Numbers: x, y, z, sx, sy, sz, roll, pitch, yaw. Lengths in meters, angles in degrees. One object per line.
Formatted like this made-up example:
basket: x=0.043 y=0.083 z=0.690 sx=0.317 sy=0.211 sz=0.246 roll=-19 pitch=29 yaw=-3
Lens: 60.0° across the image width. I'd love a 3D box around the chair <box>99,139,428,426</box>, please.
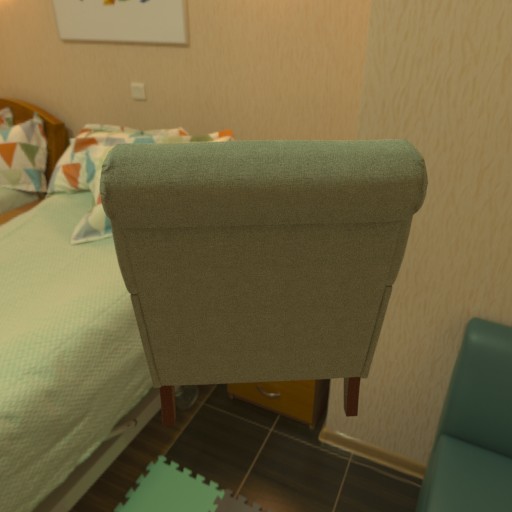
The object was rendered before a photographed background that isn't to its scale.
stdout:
chair: x=0.000 y=0.000 z=1.903 sx=0.964 sy=1.178 sz=1.060 roll=-2 pitch=28 yaw=-3
